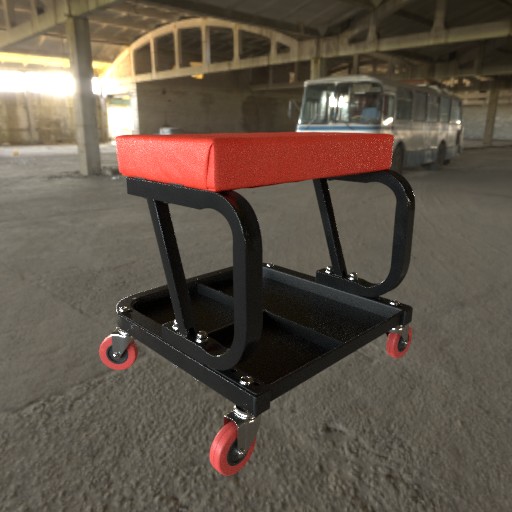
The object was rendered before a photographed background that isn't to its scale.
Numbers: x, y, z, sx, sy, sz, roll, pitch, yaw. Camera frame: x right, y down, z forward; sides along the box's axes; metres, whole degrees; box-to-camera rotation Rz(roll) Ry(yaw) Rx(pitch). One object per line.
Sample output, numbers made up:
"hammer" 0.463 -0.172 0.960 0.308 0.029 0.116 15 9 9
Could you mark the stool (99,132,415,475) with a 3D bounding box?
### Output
"stool" 0.000 0.000 0.713 0.446 0.380 0.371 -15 22 -42
